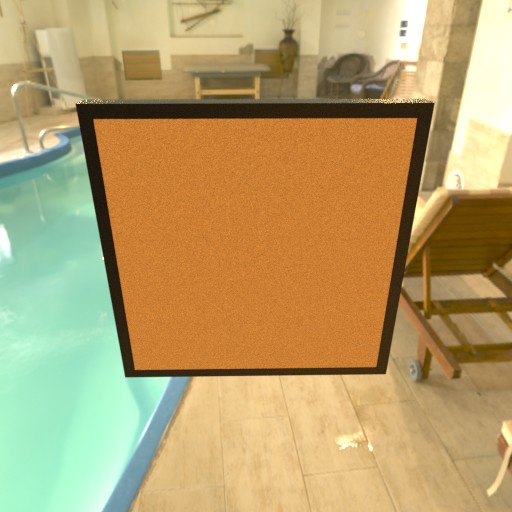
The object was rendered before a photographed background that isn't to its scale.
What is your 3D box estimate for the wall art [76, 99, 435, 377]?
[{"bbox_3d":[0.000,0.000,0.758,0.506,0.506,0.038,0,28,-1],"label":"wall art"}]
